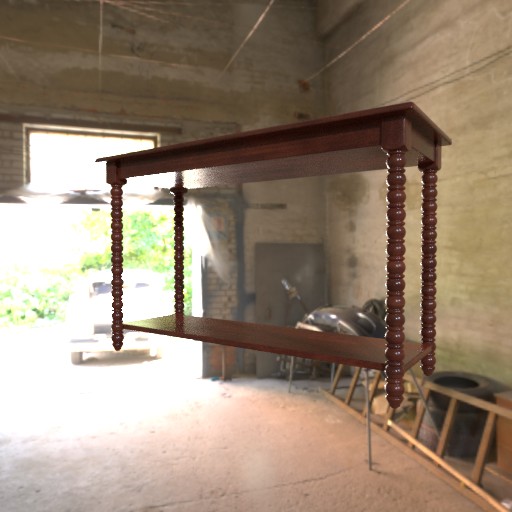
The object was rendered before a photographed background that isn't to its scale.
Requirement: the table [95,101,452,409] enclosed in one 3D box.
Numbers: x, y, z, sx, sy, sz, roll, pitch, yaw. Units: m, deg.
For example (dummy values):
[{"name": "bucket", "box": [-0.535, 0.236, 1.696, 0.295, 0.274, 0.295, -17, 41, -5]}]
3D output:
[{"name": "table", "box": [0.000, 0.000, 1.546, 1.184, 0.740, 0.459, 1, 2, 34]}]
